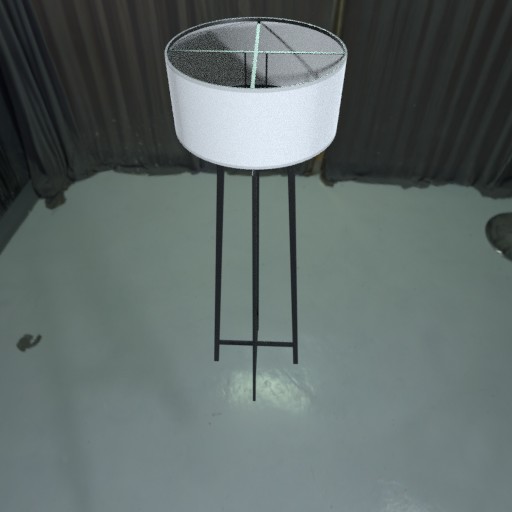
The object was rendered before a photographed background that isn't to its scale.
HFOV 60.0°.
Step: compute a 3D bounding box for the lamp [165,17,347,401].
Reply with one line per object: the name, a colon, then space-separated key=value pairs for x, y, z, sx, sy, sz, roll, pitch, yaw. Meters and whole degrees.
lamp: x=0.000 y=0.000 z=1.663 sx=0.457 sy=1.510 sz=0.456 roll=2 pitch=46 yaw=2
